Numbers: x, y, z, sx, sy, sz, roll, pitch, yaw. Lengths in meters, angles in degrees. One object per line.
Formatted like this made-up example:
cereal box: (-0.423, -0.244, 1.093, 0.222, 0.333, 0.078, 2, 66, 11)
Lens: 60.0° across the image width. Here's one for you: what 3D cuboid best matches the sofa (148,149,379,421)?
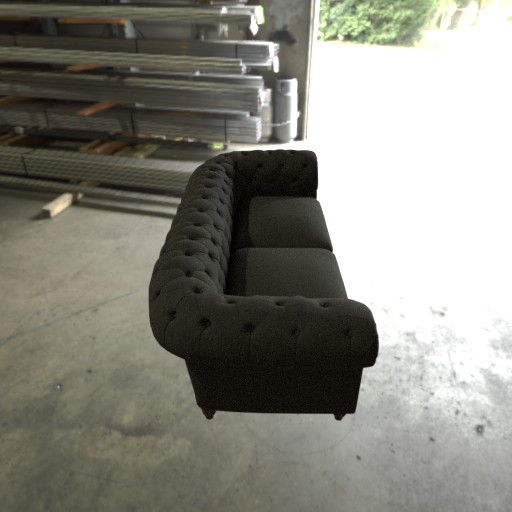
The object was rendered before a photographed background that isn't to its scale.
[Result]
sofa: (0.000, 0.000, 2.810, 0.991, 0.762, 2.362, 0, 30, 1)
